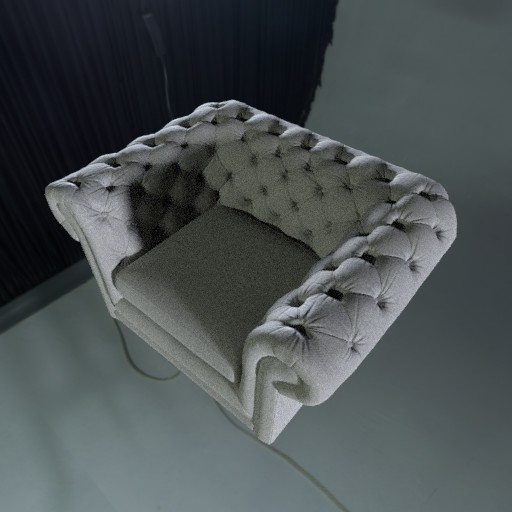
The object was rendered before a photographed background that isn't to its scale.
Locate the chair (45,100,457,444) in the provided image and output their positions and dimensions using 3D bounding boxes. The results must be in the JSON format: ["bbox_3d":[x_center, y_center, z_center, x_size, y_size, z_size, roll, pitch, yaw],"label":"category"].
[{"bbox_3d":[0.000,0.000,1.829,1.270,0.770,0.976,31,53,27],"label":"chair"}]
